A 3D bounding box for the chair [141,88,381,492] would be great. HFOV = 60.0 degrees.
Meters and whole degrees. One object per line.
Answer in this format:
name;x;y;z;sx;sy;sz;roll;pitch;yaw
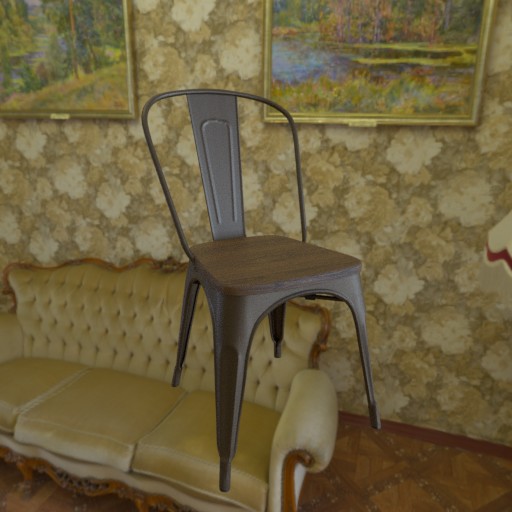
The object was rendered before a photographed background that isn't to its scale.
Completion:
chair;0.000;0.000;1.141;0.451;0.844;0.532;-9;18;-27
